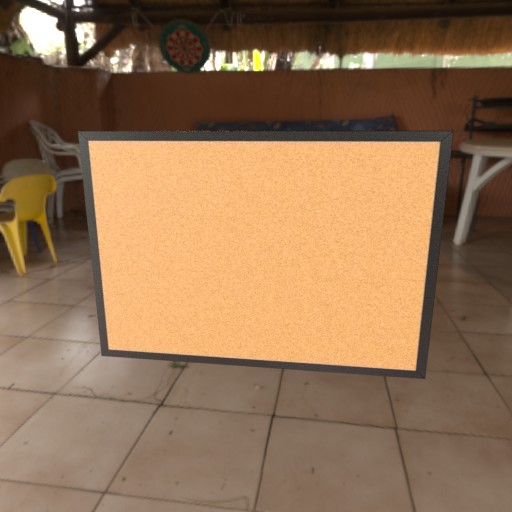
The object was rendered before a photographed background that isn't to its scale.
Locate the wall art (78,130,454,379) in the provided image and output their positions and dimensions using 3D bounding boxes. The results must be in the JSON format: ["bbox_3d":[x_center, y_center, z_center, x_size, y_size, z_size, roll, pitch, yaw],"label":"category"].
[{"bbox_3d":[0.000,0.000,0.842,0.657,0.458,0.027,2,16,8],"label":"wall art"}]
